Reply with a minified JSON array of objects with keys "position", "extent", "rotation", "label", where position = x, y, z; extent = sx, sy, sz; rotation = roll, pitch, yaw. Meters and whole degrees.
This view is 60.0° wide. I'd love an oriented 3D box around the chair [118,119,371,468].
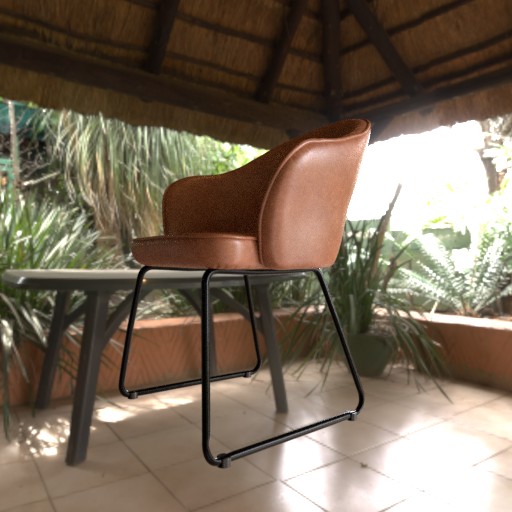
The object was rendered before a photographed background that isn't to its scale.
[{"position":[0.000,0.000,1.170],"extent":[0.580,0.785,0.582],"rotation":[0,0,-36],"label":"chair"}]
